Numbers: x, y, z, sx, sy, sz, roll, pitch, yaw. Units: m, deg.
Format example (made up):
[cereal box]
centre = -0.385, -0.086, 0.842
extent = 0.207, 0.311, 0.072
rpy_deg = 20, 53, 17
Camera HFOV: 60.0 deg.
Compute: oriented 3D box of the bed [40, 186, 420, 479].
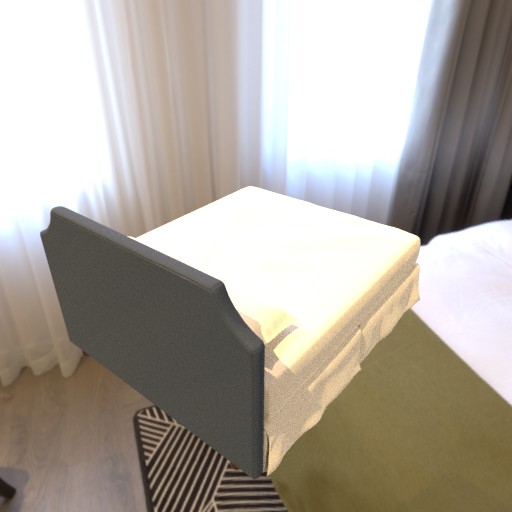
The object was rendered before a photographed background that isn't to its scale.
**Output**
[bed]
centre = 0.000, 0.000, 4.079
extent = 2.350, 1.488, 2.773
rpy_deg = 22, 37, 32
